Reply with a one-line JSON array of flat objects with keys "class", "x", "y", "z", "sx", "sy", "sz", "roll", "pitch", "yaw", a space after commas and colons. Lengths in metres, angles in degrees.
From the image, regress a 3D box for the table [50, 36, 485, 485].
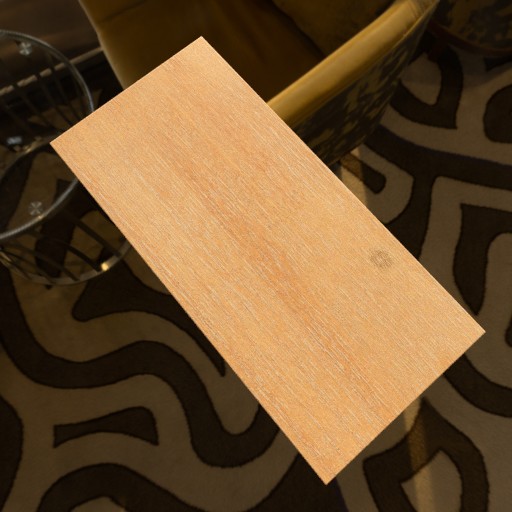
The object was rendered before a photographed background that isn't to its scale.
[{"class": "table", "x": 0.000, "y": 0.000, "z": 1.266, "sx": 0.483, "sy": 0.457, "sz": 1.016, "roll": -39, "pitch": 79, "yaw": -9}]
